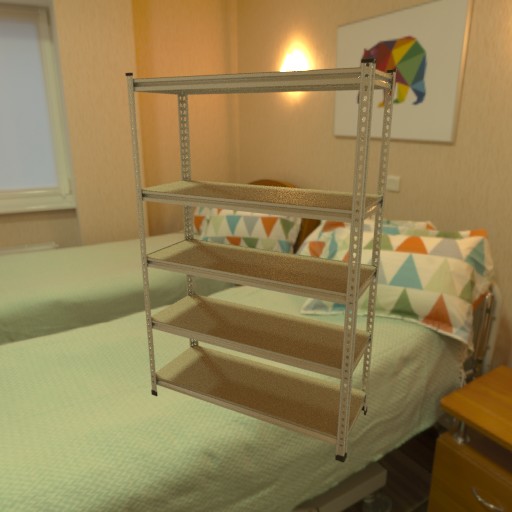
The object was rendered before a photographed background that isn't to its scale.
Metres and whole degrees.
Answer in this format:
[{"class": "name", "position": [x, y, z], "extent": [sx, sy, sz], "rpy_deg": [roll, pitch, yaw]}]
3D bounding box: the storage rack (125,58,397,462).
[{"class": "storage rack", "position": [0.000, 0.000, 2.369], "extent": [1.219, 1.829, 0.457], "rpy_deg": [9, 19, 26]}]
